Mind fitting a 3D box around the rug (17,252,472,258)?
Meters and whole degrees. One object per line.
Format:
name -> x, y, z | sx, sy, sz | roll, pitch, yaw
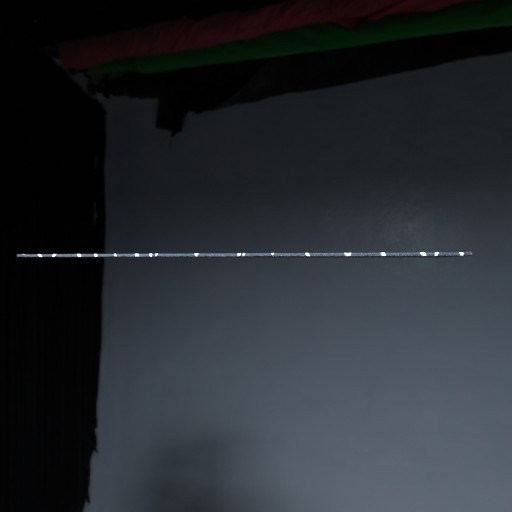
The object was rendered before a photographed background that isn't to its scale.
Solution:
rug -> 0.000, 0.000, 2.234 | 1.830, 0.013, 1.223 | 0, 0, 19
